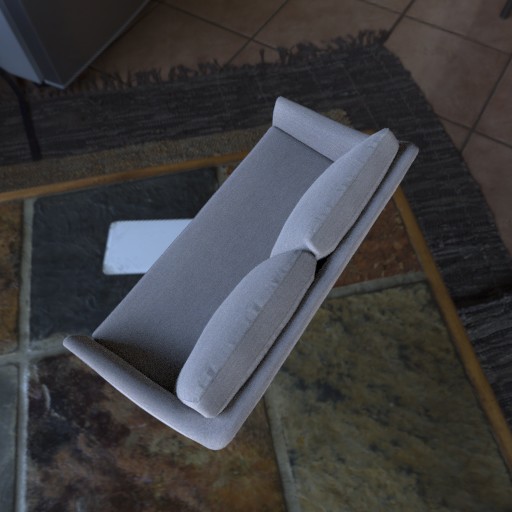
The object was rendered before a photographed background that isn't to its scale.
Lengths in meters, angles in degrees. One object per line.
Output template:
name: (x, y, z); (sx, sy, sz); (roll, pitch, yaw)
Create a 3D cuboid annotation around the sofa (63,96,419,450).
sofa: (0.000, 0.000, 2.583); (0.980, 0.913, 2.036); (31, 68, 14)
